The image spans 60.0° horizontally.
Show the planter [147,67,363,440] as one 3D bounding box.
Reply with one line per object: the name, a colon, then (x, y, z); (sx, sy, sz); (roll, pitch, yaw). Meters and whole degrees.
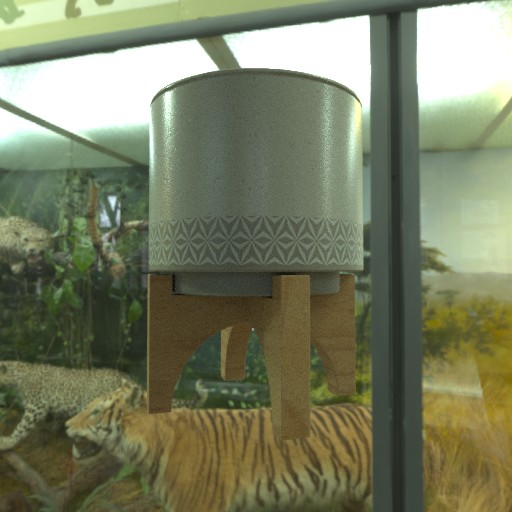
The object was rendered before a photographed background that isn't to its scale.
planter: (0.000, 0.000, 0.275); (0.130, 0.178, 0.130); (0, -2, 0)
